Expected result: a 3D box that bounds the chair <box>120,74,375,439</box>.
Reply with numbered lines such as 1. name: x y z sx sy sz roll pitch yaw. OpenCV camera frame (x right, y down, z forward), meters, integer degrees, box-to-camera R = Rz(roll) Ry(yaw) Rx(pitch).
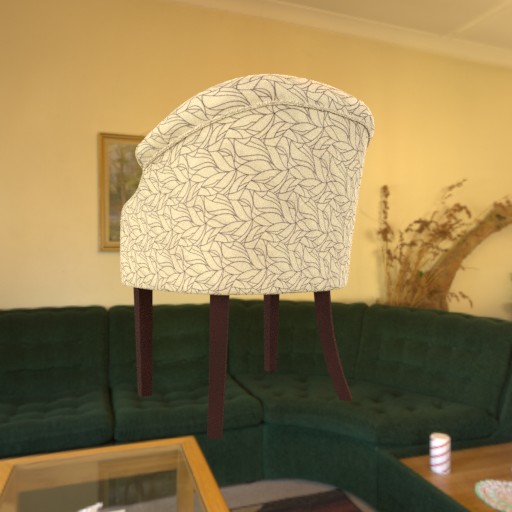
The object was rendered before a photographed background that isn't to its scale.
1. chair: 0.000 0.000 1.310 0.686 0.858 0.613 0 0 -36
